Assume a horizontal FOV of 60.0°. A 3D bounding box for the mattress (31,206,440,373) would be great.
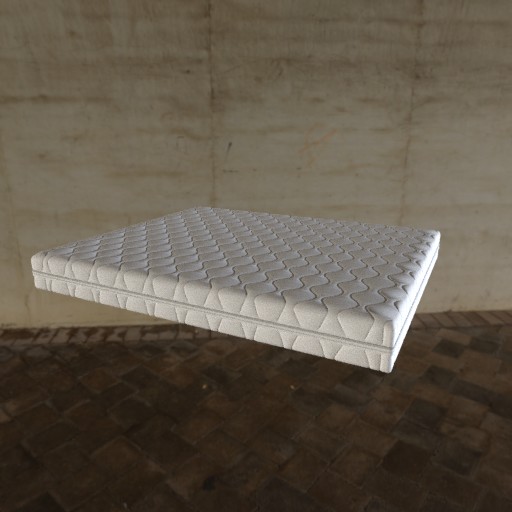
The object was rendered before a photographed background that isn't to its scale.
[{"bbox_3d":[0.000,0.000,2.647,1.900,0.200,1.600,8,19,26],"label":"mattress"}]
